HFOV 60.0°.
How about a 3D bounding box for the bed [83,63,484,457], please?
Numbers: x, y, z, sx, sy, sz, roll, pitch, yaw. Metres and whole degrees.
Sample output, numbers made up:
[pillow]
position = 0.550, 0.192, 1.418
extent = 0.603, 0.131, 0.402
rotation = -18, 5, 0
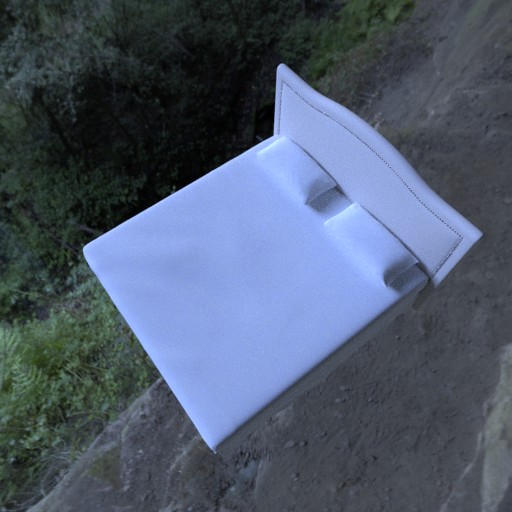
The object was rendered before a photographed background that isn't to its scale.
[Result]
[bed]
position = 0.000, 0.000, 3.470
extent = 2.182, 1.421, 2.083
rotation = -34, 67, -17
